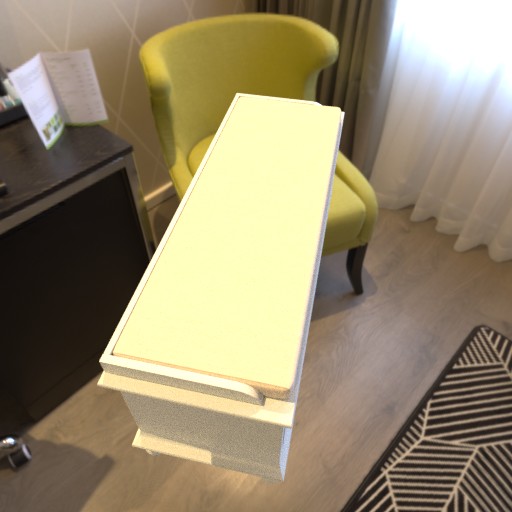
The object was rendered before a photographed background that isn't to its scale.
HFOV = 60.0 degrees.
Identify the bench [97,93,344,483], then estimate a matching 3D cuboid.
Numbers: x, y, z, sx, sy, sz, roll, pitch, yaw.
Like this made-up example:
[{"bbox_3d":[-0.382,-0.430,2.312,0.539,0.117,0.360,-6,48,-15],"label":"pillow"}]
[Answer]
[{"bbox_3d":[0.000,0.000,1.408,0.402,0.486,1.185,9,48,8],"label":"bench"}]
